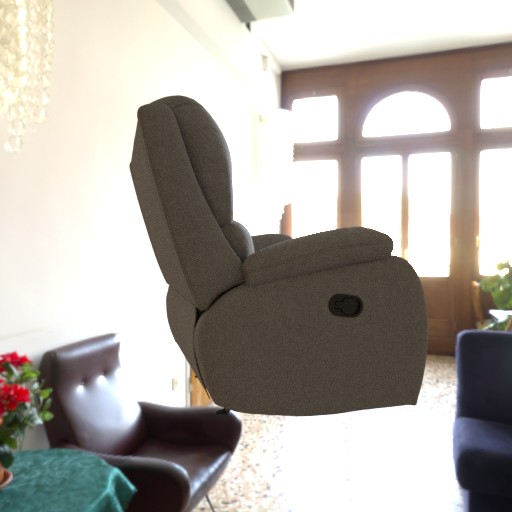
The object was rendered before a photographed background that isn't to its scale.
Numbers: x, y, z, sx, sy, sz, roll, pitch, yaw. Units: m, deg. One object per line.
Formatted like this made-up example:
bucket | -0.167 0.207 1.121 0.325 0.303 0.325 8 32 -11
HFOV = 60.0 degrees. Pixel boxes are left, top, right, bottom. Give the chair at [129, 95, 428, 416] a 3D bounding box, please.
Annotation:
chair | 0.000 0.000 1.681 0.899 1.011 0.930 0 1 -17
